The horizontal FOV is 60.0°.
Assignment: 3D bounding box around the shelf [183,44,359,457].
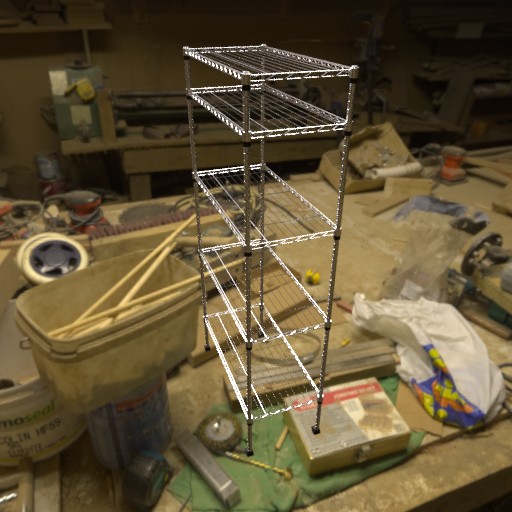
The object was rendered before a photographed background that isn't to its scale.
[{"bbox_3d":[0.000,0.000,1.910,0.356,1.587,0.762,-11,32,-17],"label":"shelf"}]
